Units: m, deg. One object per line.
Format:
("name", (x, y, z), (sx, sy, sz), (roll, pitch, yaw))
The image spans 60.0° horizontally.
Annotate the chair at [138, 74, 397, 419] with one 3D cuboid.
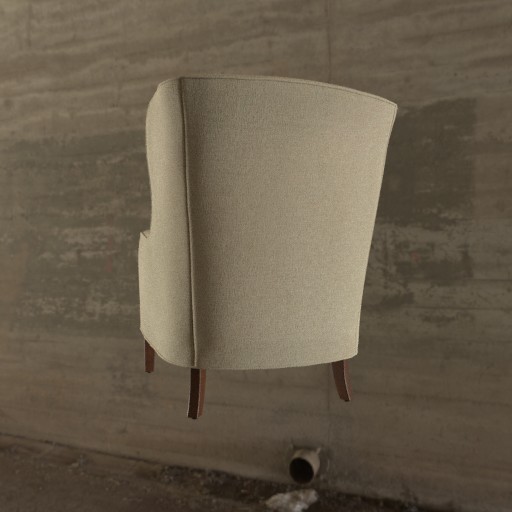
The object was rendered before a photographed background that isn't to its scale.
("chair", (0.000, 0.000, 1.705), (0.838, 1.040, 0.966), (0, 0, -18))
